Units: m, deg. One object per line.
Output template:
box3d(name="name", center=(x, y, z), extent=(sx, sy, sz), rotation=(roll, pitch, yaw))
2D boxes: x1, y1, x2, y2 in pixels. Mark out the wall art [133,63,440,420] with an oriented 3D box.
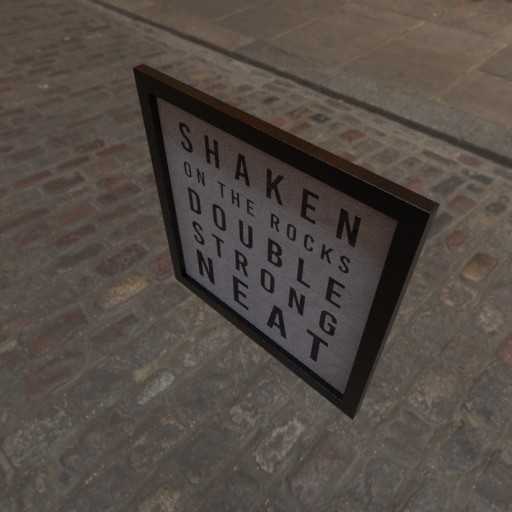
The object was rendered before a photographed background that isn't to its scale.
box3d(name="wall art", center=(0.000, 0.000, 0.525), extent=(0.349, 0.349, 0.014), rotation=(34, 55, 28))
